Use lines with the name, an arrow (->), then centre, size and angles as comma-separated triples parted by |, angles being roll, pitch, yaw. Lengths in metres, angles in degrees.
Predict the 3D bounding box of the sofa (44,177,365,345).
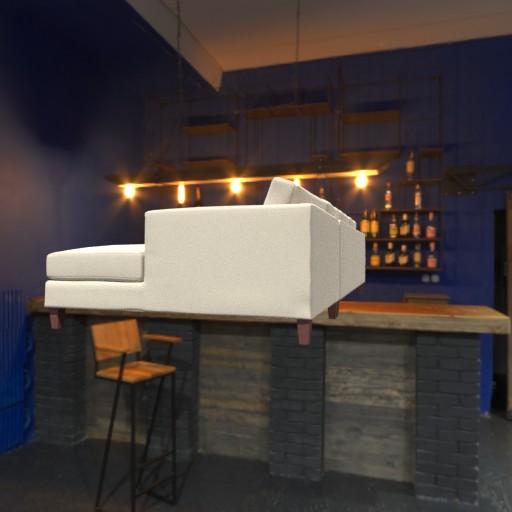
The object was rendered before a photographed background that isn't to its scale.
sofa -> 0.000, 0.000, 3.881 | 1.625, 0.861, 3.186 | 0, 0, 18
